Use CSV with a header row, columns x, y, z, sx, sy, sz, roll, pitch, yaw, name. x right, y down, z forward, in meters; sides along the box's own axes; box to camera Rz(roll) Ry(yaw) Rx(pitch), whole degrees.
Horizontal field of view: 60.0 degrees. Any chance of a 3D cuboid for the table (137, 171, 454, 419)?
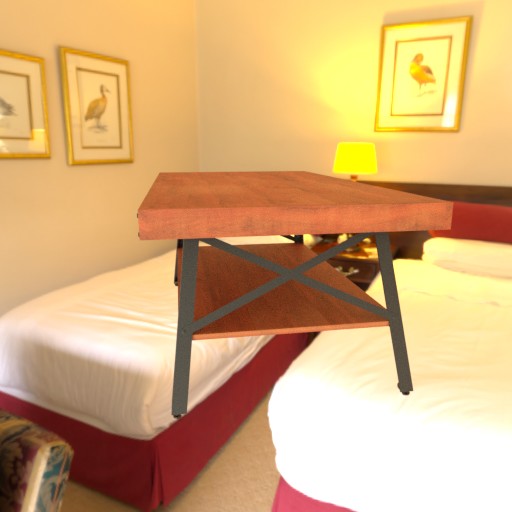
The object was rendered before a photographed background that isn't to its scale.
x,y,z,sx,sy,sz,roll,pitch,yaw,name
0.000,0.000,1.389,0.610,0.457,1.067,-2,14,-10,table
